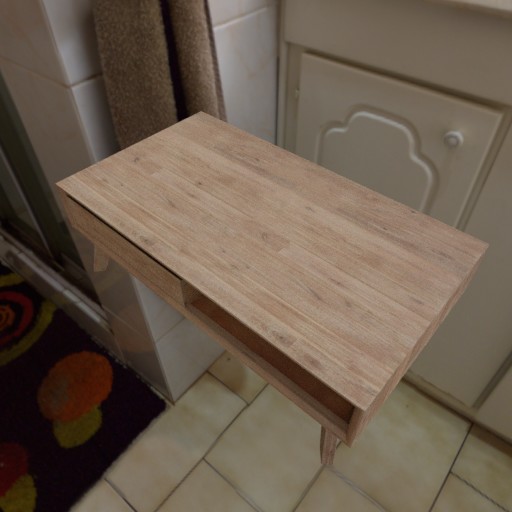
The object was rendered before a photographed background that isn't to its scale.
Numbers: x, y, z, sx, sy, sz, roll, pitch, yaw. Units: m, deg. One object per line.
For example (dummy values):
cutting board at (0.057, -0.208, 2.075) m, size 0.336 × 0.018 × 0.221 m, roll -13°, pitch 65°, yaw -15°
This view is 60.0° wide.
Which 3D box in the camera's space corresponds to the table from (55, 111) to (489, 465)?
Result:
table at (0.000, 0.000, 2.049) m, size 1.619 × 0.531 × 0.918 m, roll 32°, pitch 54°, yaw 28°
